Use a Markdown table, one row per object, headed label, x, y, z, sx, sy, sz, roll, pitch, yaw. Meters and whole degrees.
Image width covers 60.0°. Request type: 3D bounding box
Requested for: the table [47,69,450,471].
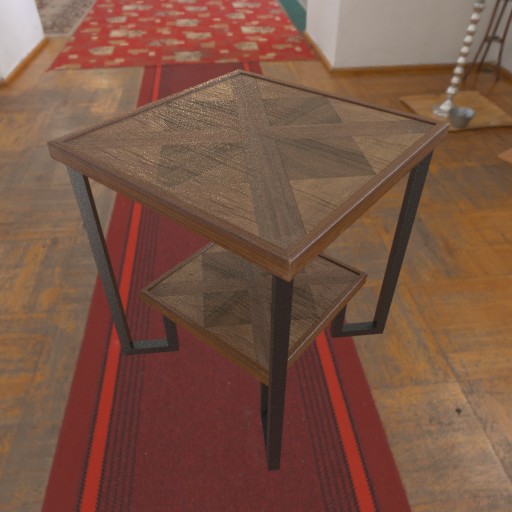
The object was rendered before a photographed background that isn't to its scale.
| label | x | y | z | sx | sy | sz | roll | pitch | yaw |
| --- | --- | --- | --- | --- | --- | --- | --- | --- | --- |
| table | 0.000 | 0.000 | 0.954 | 0.503 | 0.563 | 0.503 | 27 | 47 | 29 |
